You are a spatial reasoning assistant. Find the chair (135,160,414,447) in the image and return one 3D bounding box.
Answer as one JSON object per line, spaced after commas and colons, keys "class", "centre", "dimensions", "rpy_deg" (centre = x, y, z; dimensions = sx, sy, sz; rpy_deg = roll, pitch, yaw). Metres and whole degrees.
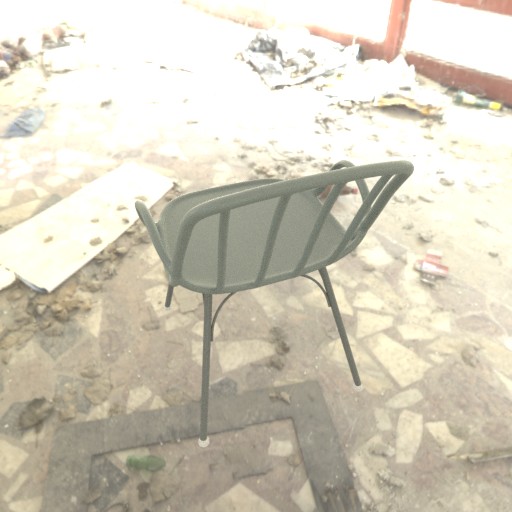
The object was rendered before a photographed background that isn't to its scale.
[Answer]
{"class": "chair", "centre": [0.000, 0.000, 1.173], "dimensions": [0.549, 0.816, 0.597], "rpy_deg": [-14, 43, -15]}
